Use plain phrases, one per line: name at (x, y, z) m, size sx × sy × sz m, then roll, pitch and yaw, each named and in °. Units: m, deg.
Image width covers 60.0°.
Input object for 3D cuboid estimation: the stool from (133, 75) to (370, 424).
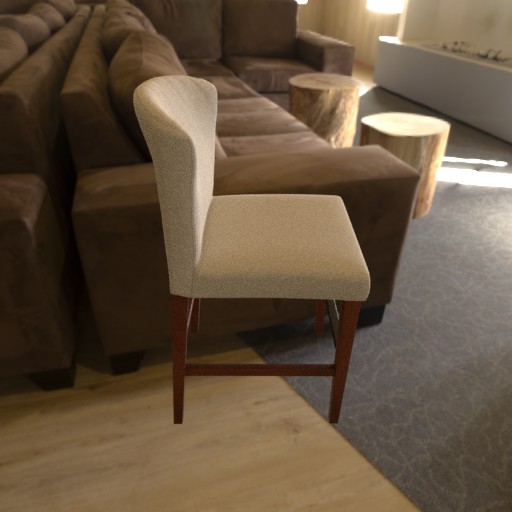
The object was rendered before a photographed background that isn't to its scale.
stool at (0.000, 0.000, 1.308) m, size 0.568 × 0.968 × 0.479 m, roll 0°, pitch 33°, yaw 0°
